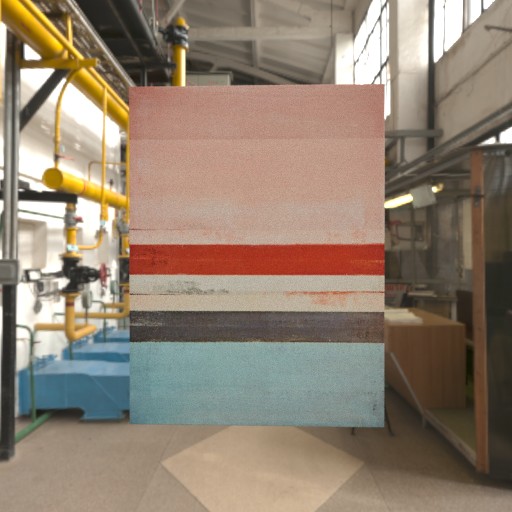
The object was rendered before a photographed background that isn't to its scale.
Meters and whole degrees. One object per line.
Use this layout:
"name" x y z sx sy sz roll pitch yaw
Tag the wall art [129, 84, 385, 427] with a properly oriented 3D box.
"wall art" 0.000 0.000 1.341 0.761 1.016 0.039 0 0 2
